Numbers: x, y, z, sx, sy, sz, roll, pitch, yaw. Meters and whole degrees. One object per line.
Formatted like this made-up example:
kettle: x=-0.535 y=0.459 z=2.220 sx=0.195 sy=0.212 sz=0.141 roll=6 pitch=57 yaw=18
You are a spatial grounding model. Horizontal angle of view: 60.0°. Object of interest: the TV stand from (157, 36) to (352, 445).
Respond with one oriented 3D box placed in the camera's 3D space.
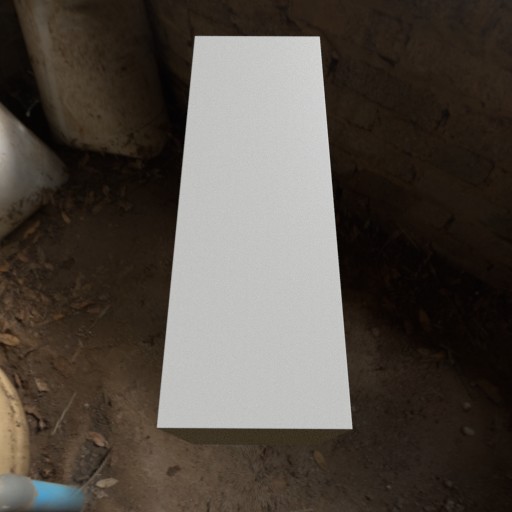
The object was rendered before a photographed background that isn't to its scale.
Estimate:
TV stand: x=0.000 y=0.000 z=1.544 sx=0.406 sy=0.812 sz=1.193 roll=0 pitch=64 yaw=0
